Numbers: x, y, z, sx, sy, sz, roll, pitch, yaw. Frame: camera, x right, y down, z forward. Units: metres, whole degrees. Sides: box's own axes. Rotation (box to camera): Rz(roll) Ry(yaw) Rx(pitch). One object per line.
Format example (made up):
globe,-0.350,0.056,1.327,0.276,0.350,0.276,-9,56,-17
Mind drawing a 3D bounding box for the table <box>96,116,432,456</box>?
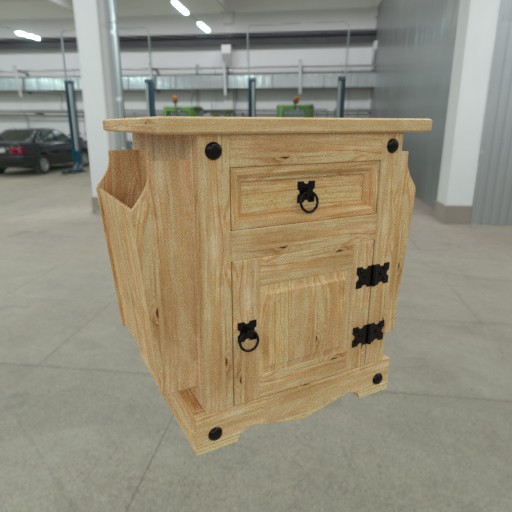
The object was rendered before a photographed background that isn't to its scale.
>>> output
table,0.000,0.000,0.872,0.530,0.515,0.380,-9,19,-27
